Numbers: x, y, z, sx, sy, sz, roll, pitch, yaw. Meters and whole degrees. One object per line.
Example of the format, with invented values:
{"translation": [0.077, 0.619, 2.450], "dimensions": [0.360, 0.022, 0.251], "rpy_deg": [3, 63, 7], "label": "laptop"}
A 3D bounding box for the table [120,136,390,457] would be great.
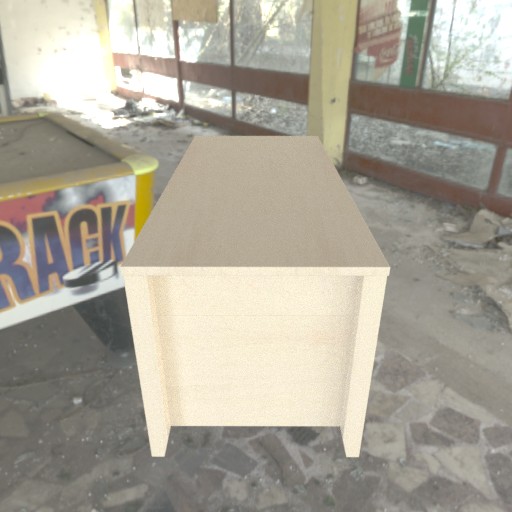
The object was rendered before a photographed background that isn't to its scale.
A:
{"translation": [0.000, 0.000, 1.311], "dimensions": [0.457, 0.483, 1.016], "rpy_deg": [0, 27, 0], "label": "table"}
